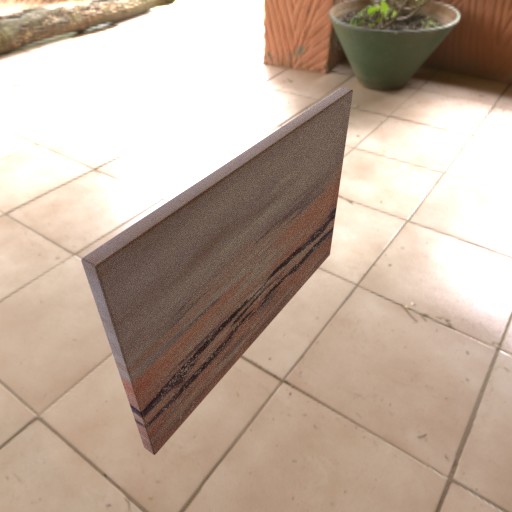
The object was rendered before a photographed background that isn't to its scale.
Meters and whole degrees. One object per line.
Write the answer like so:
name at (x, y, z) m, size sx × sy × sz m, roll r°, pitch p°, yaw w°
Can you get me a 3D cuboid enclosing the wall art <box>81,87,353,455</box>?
wall art at (0.000, 0.000, 1.166) m, size 0.038 × 0.609 × 0.913 m, roll 24°, pitch 46°, yaw 26°
